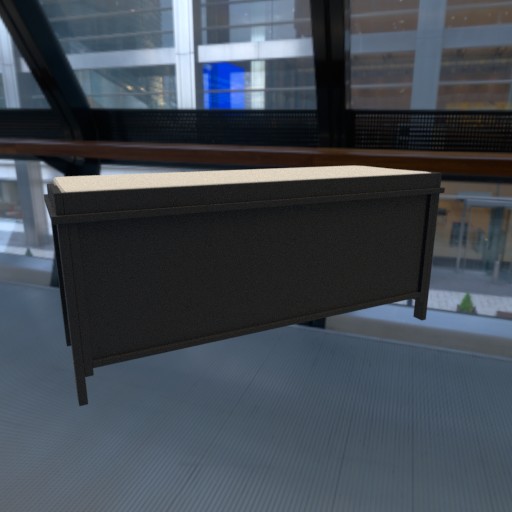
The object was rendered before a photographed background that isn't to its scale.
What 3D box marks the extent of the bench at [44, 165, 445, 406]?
[{"bbox_3d":[0.000,0.000,1.380,1.140,0.501,0.398,-8,17,-26],"label":"bench"}]
